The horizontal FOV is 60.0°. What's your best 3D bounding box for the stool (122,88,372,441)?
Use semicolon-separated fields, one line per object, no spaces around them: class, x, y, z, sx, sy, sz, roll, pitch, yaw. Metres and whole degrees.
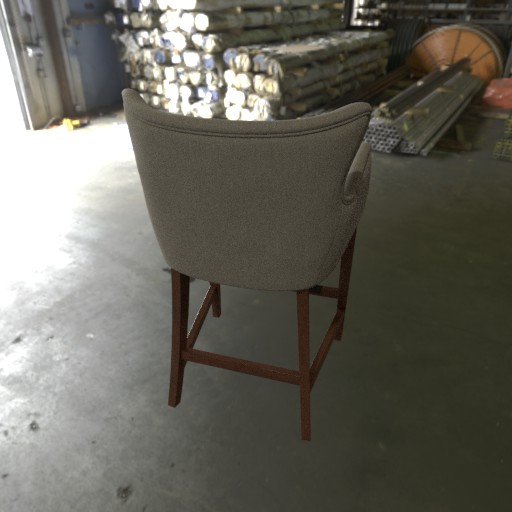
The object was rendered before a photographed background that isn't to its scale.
stool;0.000;0.000;1.299;0.575;0.951;0.575;9;31;14
